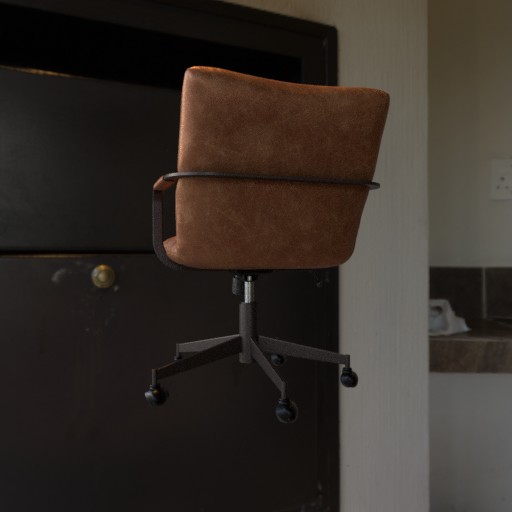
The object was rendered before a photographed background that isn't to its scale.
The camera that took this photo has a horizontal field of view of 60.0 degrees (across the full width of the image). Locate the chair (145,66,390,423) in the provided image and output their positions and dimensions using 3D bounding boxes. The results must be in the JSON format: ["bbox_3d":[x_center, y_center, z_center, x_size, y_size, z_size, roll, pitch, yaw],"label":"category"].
[{"bbox_3d":[0.000,0.000,1.484,0.727,0.922,0.754,0,0,-18],"label":"chair"}]
